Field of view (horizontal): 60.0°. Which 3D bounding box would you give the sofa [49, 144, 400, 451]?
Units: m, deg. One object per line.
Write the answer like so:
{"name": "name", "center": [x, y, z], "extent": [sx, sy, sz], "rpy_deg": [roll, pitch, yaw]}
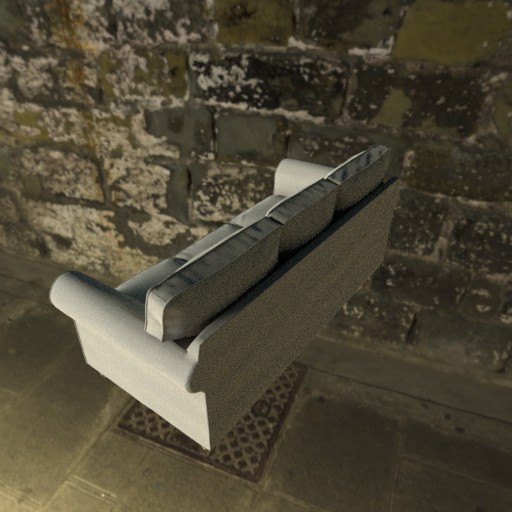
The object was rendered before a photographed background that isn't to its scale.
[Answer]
{"name": "sofa", "center": [0.000, 0.000, 2.609], "extent": [0.916, 0.961, 2.084], "rpy_deg": [22, 39, 30]}
